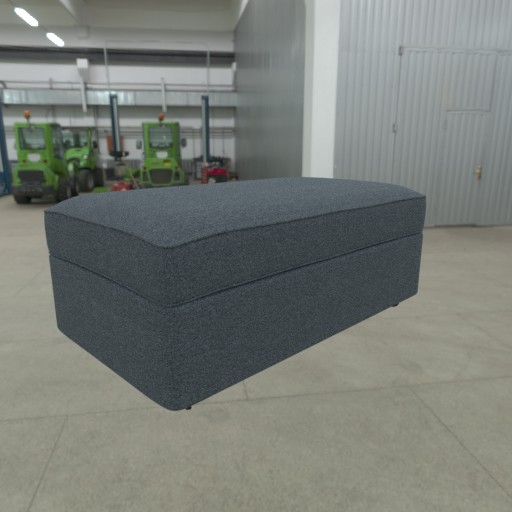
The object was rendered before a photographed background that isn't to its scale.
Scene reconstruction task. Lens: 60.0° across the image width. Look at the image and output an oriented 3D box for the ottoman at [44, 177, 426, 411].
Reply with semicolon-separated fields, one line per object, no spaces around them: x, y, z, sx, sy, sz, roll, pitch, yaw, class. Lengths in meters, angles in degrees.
0.000;0.000;1.543;1.173;0.494;0.681;-14;20;-43;ottoman
